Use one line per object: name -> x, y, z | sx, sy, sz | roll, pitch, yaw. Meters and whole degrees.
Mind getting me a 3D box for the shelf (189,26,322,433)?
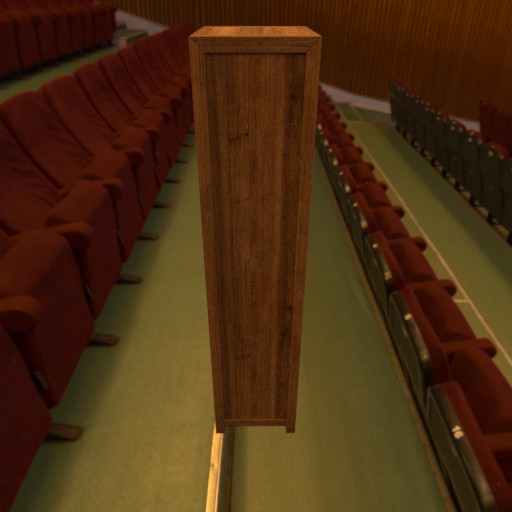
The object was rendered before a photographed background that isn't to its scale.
shelf -> 0.000, 0.000, 2.092 | 0.428, 1.900, 0.500 | 0, 31, 0
